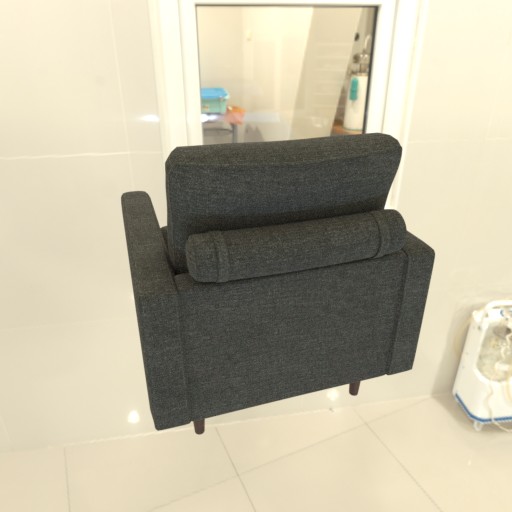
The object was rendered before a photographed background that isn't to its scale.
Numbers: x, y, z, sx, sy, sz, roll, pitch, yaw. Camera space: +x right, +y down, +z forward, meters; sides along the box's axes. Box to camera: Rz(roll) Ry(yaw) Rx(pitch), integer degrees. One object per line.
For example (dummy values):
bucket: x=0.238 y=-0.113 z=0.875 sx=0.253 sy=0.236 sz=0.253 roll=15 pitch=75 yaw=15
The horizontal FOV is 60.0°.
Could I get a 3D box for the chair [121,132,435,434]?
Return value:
chair: x=0.000 y=0.000 z=1.495 sx=0.821 sy=0.880 sz=0.843 roll=-8 pitch=28 yaw=-16
